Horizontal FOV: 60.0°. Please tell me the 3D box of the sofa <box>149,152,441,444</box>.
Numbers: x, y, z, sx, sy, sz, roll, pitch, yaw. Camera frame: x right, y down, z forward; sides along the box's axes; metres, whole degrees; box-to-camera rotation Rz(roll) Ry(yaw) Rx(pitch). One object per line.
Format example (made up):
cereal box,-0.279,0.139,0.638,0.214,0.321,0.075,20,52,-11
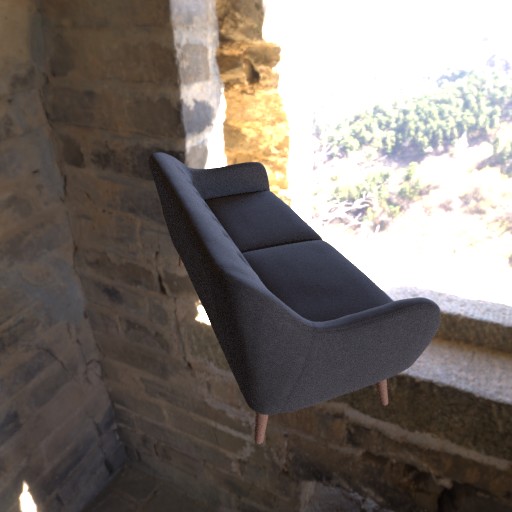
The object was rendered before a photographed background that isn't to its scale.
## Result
sofa,0.000,0.000,2.291,0.820,0.820,1.840,-10,31,-18
